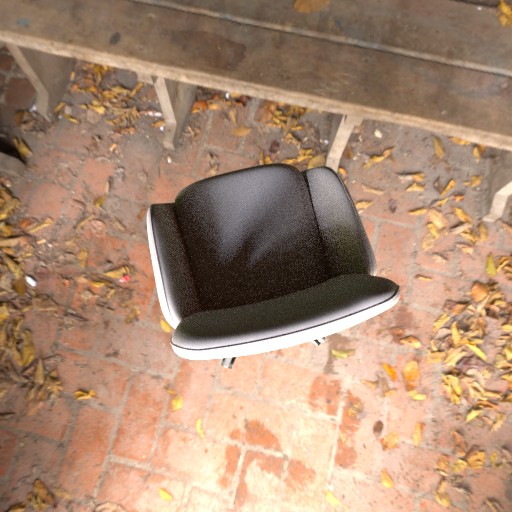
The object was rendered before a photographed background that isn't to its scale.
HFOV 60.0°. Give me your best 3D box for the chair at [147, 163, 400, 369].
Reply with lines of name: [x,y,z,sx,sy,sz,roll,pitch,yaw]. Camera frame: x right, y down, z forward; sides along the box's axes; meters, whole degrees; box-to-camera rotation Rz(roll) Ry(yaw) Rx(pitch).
chair: [0.000,0.000,1.397,0.648,0.959,0.633,-14,75,-4]
